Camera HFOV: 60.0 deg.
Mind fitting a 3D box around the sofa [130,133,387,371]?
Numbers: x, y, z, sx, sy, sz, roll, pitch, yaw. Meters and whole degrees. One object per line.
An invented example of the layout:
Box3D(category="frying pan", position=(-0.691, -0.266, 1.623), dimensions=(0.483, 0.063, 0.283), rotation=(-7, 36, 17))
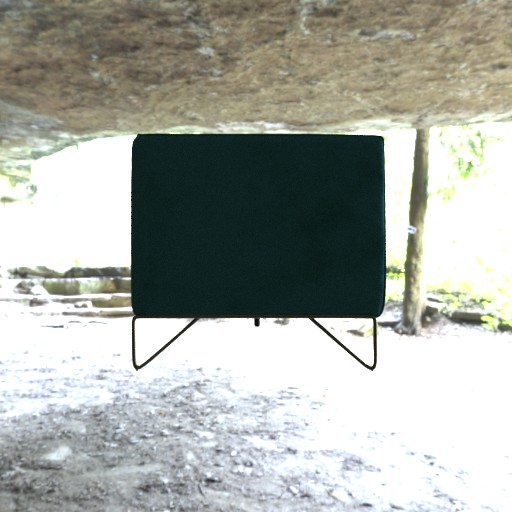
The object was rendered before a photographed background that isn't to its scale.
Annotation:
Box3D(category="sofa", position=(0.000, 0.000, 2.483), dimensions=(0.867, 0.789, 2.087), rotation=(0, -1, -1))
